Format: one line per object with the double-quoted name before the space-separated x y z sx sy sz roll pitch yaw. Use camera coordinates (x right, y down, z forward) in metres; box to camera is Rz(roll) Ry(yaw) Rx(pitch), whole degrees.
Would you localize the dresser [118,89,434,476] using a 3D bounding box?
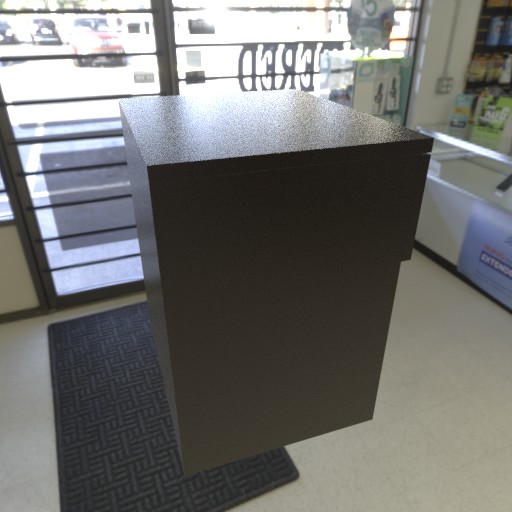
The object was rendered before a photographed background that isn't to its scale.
"dresser" 0.000 0.000 0.756 0.360 0.470 0.400 -9 30 -17
